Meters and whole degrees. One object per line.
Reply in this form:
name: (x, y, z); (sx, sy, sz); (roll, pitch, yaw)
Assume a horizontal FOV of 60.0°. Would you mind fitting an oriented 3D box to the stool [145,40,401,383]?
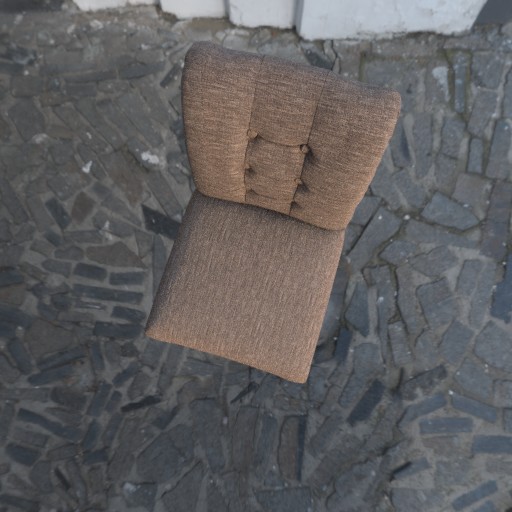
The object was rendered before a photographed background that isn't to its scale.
stool: (0.000, 0.000, 1.274); (0.457, 0.970, 0.611); (16, 75, 4)
